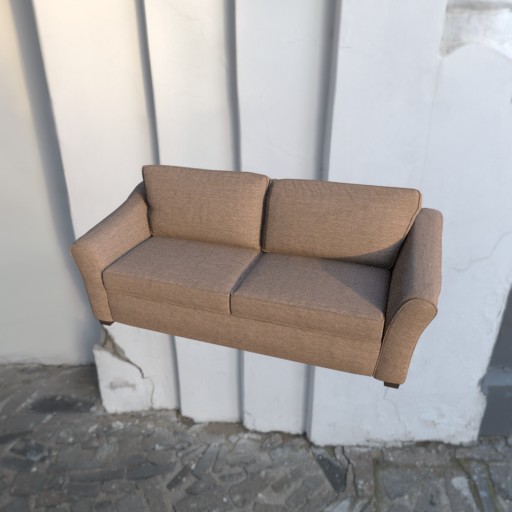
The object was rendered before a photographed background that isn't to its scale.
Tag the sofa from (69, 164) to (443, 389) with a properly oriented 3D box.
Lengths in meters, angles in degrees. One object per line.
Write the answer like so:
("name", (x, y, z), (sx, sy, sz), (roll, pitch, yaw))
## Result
("sofa", (0.000, 0.000, 2.940), (2.270, 0.965, 0.980), (8, 27, 17))
